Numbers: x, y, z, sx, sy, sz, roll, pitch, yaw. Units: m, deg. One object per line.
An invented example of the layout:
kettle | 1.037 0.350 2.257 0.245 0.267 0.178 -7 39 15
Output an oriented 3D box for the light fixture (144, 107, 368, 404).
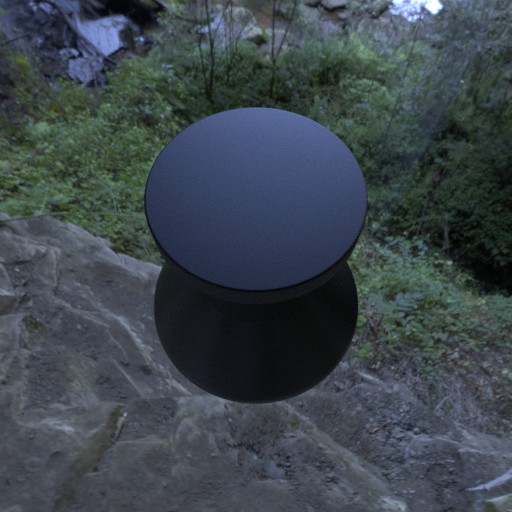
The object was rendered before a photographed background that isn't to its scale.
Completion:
light fixture | 0.000 0.000 0.357 0.200 0.183 0.200 0 63 0
